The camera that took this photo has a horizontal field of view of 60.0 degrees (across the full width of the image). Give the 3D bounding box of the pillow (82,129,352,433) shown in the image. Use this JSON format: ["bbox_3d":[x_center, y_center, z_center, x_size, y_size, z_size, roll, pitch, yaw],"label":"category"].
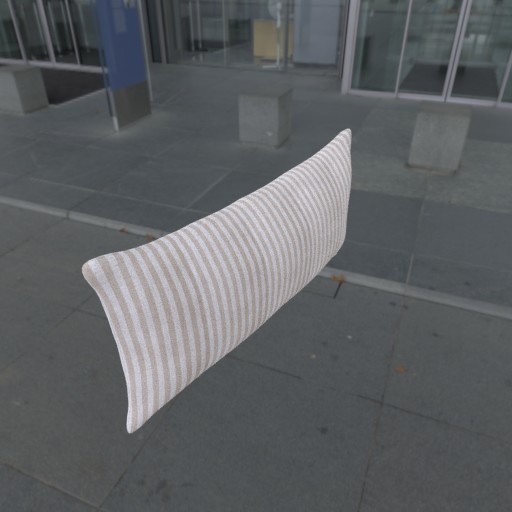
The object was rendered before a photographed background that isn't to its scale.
[{"bbox_3d":[0.000,0.000,0.760,0.151,0.295,0.617,23,39,31],"label":"pillow"}]
